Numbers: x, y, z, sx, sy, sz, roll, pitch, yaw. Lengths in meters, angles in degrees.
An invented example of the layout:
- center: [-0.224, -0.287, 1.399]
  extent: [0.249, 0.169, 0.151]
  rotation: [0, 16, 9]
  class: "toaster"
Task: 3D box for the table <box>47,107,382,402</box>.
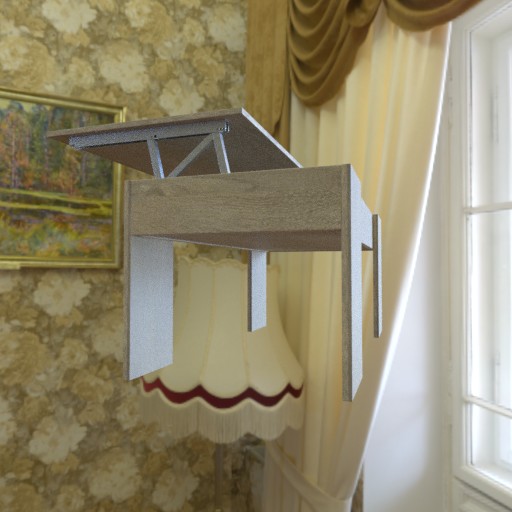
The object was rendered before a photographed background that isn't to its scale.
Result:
- center: [0.000, 0.000, 1.402]
  extent: [0.711, 0.570, 1.000]
  rotation: [-1, -2, 19]
  class: "table"
